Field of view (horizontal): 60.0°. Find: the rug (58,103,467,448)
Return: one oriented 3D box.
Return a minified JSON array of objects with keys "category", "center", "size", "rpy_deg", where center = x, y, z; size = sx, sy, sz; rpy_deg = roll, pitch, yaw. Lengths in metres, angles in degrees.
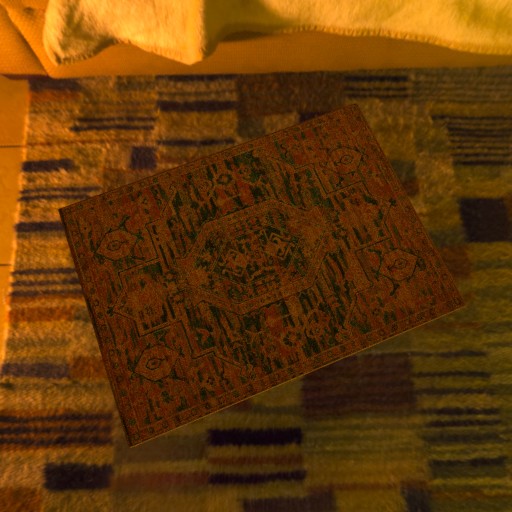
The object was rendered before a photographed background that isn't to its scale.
[{"category":"rug","center":[0.000,0.000,2.859],"size":[2.204,0.024,1.588],"rpy_deg":[-21,75,-6]}]
